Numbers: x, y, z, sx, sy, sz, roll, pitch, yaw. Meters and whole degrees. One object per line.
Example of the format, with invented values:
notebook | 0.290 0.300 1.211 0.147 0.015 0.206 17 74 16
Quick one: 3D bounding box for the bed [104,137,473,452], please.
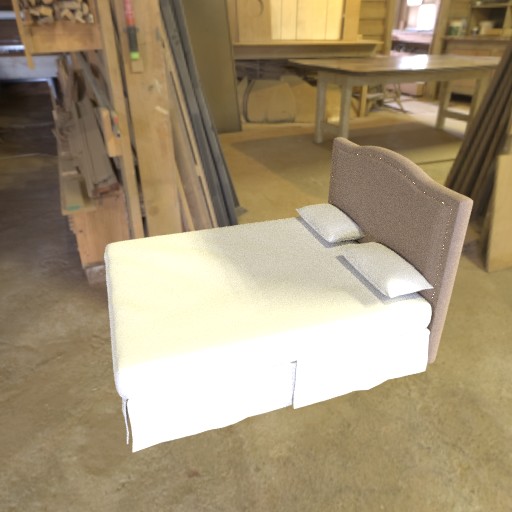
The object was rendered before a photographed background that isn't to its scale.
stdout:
bed | 0.000 0.000 3.421 2.282 1.436 1.821 -9 30 -16
